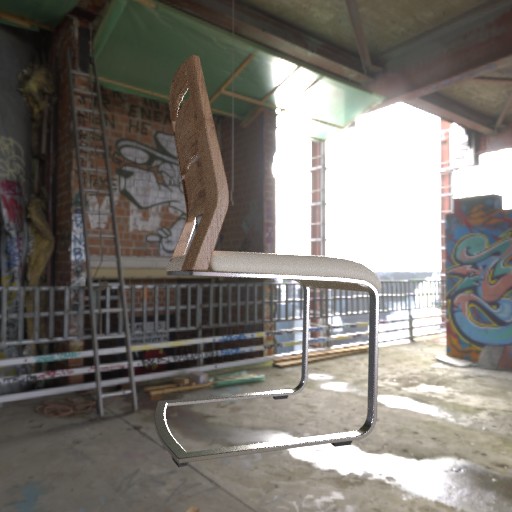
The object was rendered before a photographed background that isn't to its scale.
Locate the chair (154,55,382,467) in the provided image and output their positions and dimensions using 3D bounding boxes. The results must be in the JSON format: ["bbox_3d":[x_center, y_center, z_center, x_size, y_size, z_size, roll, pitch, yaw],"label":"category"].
[{"bbox_3d":[0.000,0.000,1.280,0.561,0.955,0.457,1,-2,-18],"label":"chair"}]
